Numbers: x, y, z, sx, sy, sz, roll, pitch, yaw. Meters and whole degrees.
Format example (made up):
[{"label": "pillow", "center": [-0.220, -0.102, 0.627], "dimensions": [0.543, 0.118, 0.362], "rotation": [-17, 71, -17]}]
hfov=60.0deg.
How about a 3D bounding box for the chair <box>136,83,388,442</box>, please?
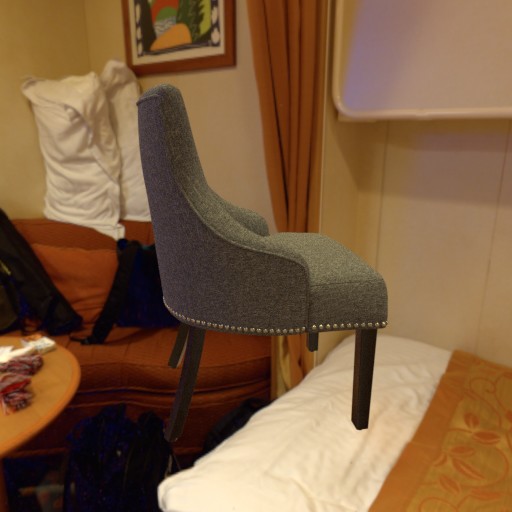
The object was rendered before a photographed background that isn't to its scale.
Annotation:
[{"label": "chair", "center": [0.000, 0.000, 1.319], "dimensions": [0.629, 0.909, 0.566], "rotation": [-3, 16, -9]}]
